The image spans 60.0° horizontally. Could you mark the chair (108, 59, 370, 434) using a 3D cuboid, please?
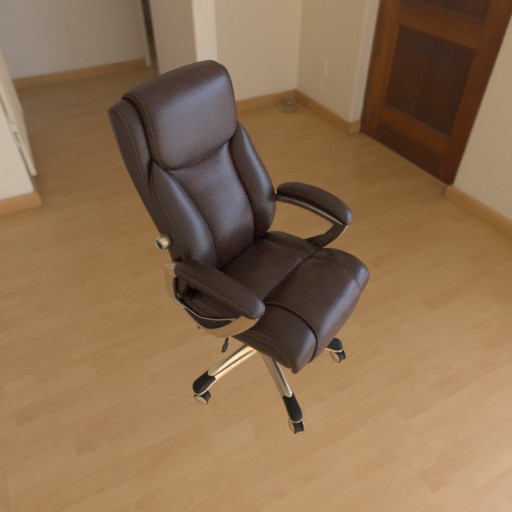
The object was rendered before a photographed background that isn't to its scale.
[{"bbox_3d":[0.000,0.000,1.629,0.749,1.194,0.692,26,47,27],"label":"chair"}]
